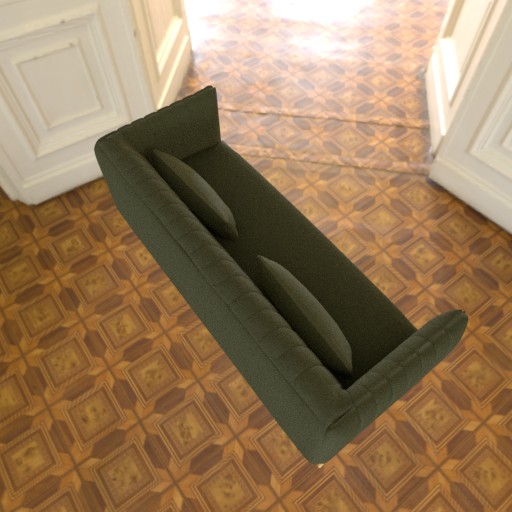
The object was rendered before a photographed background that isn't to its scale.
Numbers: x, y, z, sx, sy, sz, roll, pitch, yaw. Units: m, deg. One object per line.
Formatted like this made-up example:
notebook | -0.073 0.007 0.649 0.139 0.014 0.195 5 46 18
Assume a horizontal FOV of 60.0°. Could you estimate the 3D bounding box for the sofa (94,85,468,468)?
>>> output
sofa | 0.000 0.000 2.575 0.896 0.793 2.137 -33 63 -19
